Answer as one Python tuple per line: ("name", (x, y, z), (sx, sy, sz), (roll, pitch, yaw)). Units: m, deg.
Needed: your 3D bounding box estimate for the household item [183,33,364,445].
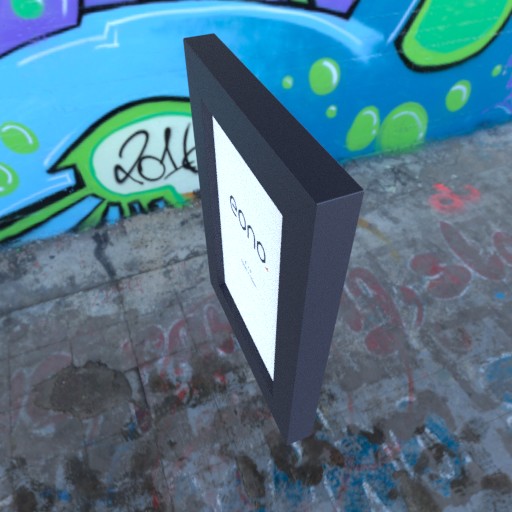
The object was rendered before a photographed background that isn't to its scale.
("household item", (0.000, 0.000, 0.234), (0.022, 0.178, 0.133), (-17, 48, -16))
